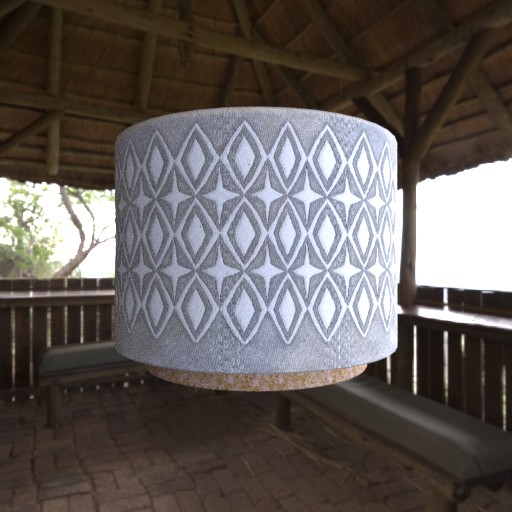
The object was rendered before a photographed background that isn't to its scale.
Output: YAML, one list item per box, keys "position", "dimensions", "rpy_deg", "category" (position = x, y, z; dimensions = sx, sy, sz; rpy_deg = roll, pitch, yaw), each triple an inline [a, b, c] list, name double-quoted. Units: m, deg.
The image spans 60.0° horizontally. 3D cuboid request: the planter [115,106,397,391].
- position: [0.000, 0.000, 0.270]
  dimensions: [0.164, 0.127, 0.164]
  rpy_deg: [0, 0, 0]
  category: "planter"
